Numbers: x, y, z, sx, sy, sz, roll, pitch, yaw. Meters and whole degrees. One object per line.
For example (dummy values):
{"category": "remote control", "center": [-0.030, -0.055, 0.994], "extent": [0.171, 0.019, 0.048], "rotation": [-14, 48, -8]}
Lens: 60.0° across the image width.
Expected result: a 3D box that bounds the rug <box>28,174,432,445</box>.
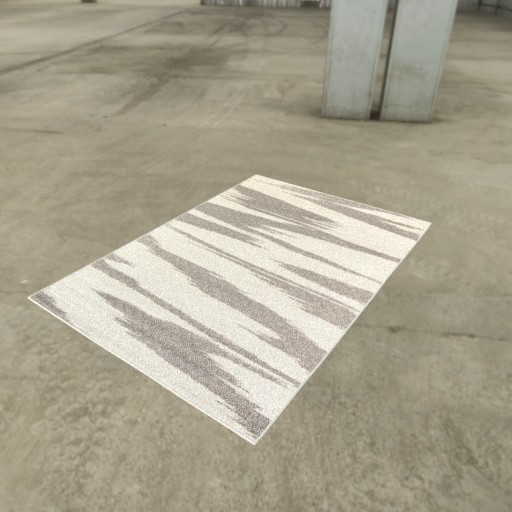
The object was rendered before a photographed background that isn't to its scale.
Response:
{"category": "rug", "center": [0.000, 0.000, 2.765], "extent": [1.533, 0.010, 2.142], "rotation": [21, 38, 29]}
